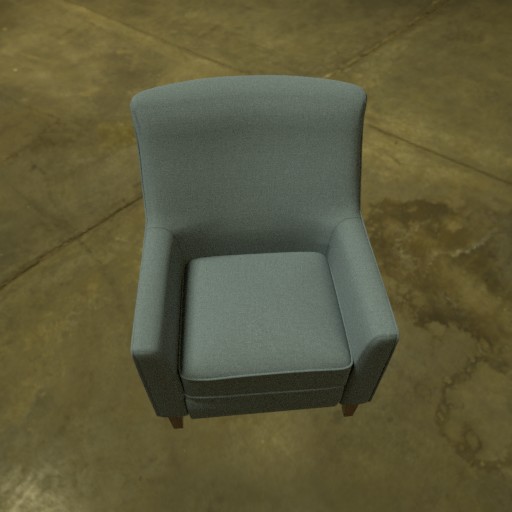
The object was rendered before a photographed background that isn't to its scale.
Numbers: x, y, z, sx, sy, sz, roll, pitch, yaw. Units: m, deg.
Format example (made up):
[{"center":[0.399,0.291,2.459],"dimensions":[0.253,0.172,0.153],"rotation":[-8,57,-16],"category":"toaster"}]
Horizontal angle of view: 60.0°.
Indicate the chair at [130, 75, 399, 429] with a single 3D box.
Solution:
[{"center":[0.000,0.000,1.544],"dimensions":[0.756,0.916,0.879],"rotation":[-3,48,-3],"category":"chair"}]
